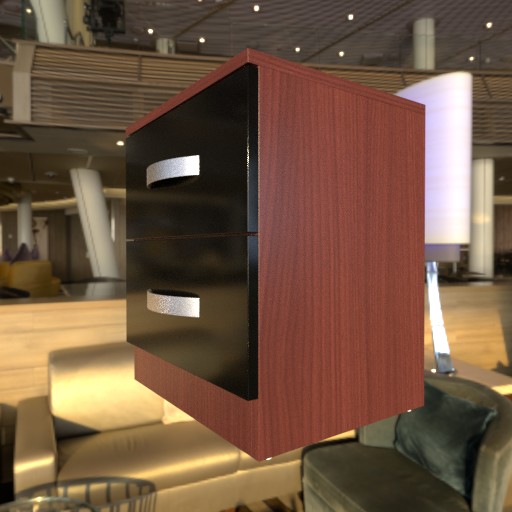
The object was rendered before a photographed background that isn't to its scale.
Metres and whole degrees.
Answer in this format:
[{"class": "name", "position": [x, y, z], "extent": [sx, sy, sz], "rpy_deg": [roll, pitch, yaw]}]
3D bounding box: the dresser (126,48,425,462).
[{"class": "dresser", "position": [0.000, 0.000, 0.748], "extent": [0.360, 0.470, 0.400], "rpy_deg": [-1, 1, -35]}]
